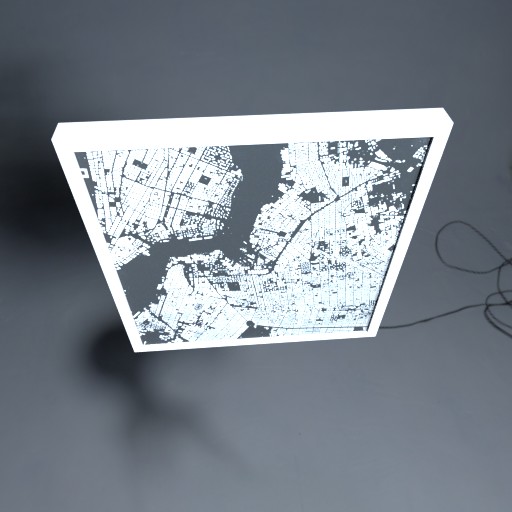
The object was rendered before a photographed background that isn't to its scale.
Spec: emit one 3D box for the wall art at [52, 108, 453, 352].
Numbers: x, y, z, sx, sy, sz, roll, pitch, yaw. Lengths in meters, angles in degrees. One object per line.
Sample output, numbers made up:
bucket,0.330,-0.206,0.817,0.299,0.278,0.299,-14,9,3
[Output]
wall art,0.000,0.000,0.756,0.506,0.506,0.038,-3,48,-3
